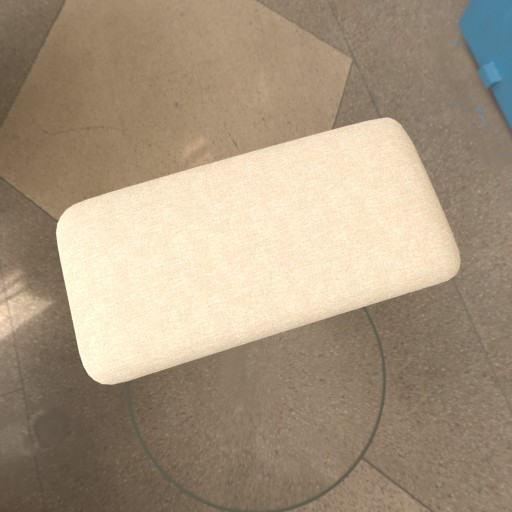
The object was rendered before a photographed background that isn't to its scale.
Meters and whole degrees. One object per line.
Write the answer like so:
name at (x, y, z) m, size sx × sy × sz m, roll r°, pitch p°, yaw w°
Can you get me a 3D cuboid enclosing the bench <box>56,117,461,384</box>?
bench at (0.000, 0.000, 1.293) m, size 0.991 × 0.483 × 0.483 m, roll -17°, pitch 76°, yaw -4°
